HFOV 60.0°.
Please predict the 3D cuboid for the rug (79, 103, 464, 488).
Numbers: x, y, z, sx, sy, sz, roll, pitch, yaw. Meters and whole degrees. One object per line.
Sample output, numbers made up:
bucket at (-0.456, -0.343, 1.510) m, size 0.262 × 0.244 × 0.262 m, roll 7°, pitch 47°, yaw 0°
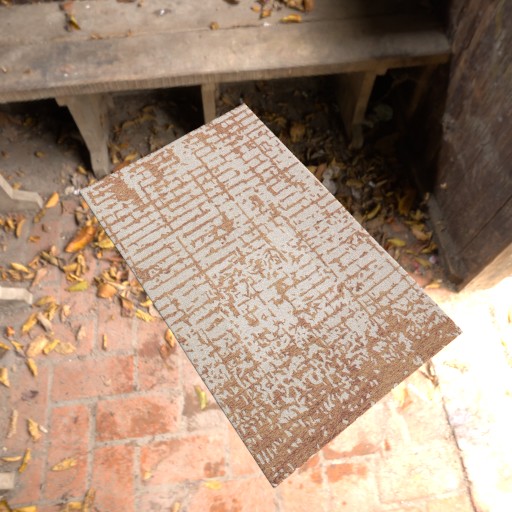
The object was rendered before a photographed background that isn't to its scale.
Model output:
rug at (0.000, 0.000, 3.073) m, size 1.517 × 0.011 × 2.435 m, roll -33°, pitch 68°, yaw -15°
